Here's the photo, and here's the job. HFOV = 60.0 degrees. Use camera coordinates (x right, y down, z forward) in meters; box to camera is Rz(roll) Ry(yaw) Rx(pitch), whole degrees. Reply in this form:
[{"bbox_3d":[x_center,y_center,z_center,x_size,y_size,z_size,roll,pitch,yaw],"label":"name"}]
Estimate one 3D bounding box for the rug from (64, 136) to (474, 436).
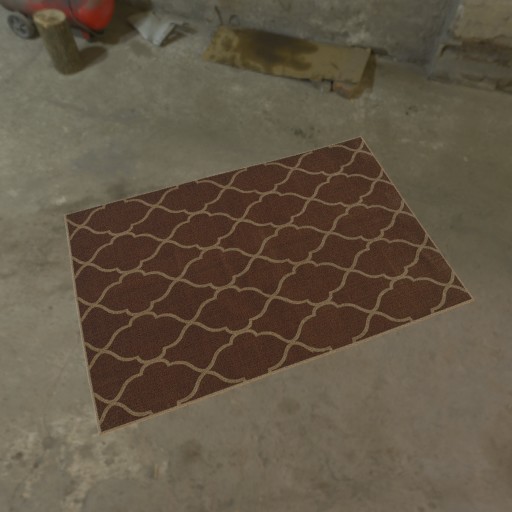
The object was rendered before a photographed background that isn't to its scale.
[{"bbox_3d":[0.000,0.000,2.876,2.294,0.014,1.528,-17,59,-10],"label":"rug"}]
